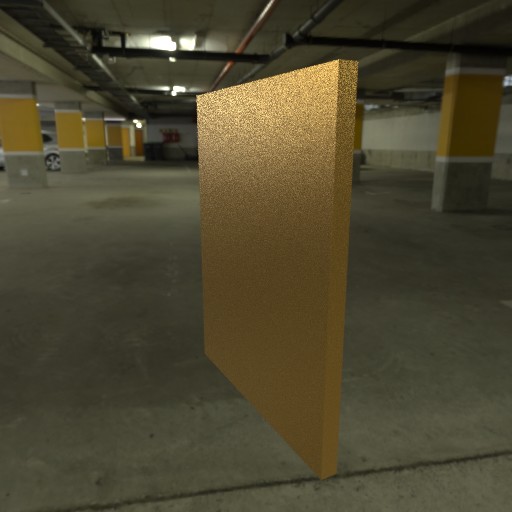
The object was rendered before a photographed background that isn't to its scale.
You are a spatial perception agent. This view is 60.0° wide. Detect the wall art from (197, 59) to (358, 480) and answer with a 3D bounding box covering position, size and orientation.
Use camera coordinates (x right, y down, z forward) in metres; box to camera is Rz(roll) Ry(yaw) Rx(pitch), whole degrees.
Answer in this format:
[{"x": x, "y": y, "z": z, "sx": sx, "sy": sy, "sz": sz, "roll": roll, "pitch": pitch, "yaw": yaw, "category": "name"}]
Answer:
[{"x": 0.000, "y": 0.000, "z": 1.040, "sx": 0.038, "sy": 0.762, "sz": 0.610, "roll": -8, "pitch": 16, "yaw": -27, "category": "wall art"}]
